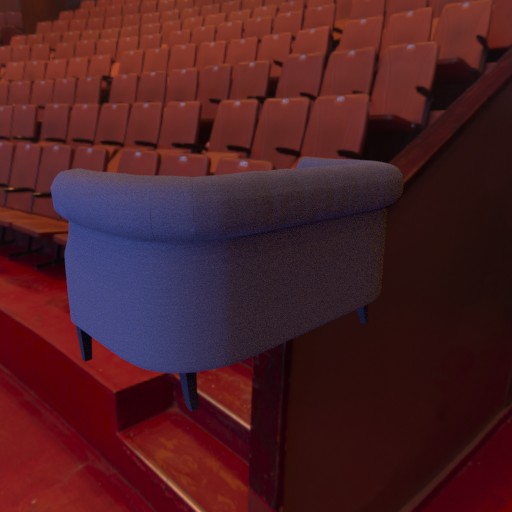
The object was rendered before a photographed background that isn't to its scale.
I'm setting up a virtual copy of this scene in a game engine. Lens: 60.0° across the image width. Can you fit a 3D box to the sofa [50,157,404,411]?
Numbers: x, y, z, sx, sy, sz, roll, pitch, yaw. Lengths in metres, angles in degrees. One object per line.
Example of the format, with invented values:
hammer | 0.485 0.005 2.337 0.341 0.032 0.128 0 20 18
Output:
sofa | 0.000 0.000 2.019 1.558 0.827 0.835 -14 20 -42
